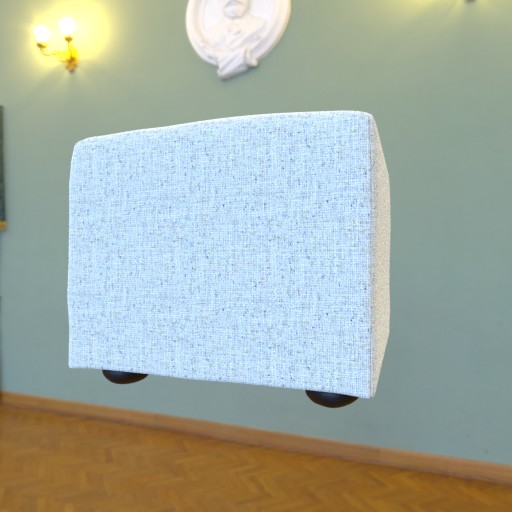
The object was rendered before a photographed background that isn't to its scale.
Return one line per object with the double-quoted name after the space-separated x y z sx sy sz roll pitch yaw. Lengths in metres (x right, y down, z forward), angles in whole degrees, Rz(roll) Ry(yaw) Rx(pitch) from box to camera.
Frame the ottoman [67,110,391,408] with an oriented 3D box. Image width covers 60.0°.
0.000 0.000 0.908 0.512 0.453 0.521 0 0 19 "ottoman"
